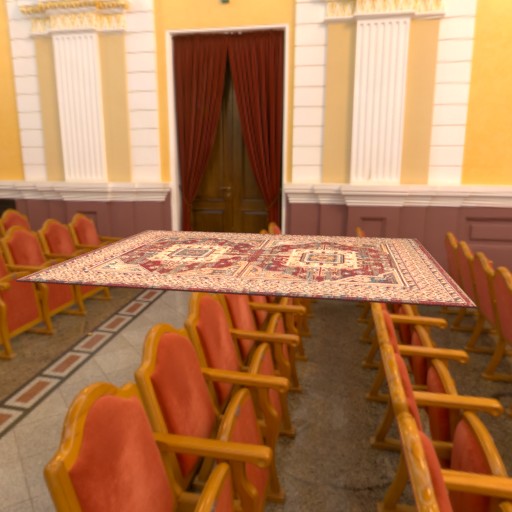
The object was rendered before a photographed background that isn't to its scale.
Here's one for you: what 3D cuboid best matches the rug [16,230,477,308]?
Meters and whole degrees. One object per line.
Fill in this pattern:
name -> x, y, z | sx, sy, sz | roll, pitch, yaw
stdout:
rug -> 0.000, 0.000, 2.844 | 2.210, 0.011, 1.599 | 2, 13, 10
